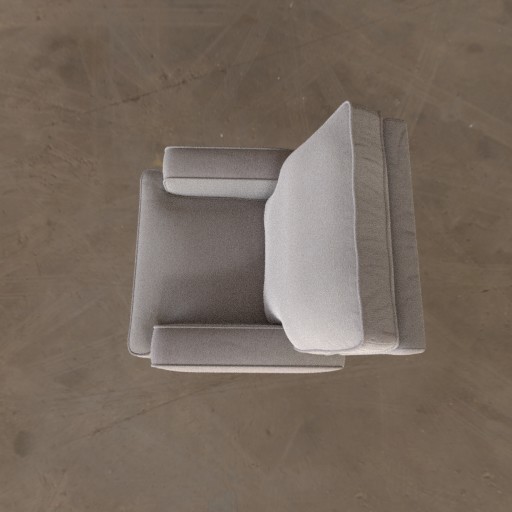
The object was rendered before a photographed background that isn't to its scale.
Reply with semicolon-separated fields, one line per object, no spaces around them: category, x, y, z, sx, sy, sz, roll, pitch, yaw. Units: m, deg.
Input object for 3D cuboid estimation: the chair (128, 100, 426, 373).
chair;0.000;0.000;1.689;0.969;0.964;0.861;0;75;0
